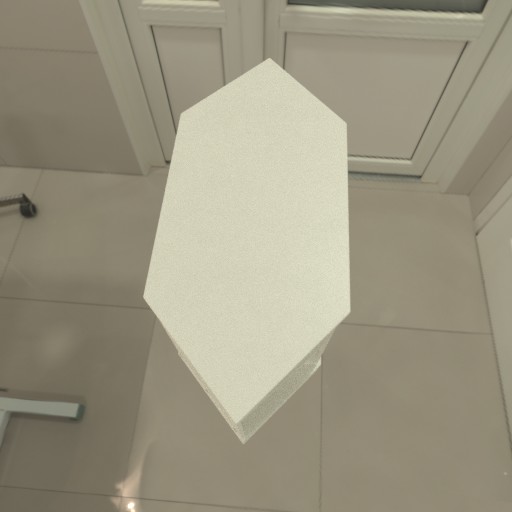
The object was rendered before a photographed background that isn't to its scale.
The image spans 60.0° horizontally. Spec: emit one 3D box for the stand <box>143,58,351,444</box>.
[{"bbox_3d":[0.000,0.000,1.406,0.477,0.614,1.072,4,63,2],"label":"stand"}]
